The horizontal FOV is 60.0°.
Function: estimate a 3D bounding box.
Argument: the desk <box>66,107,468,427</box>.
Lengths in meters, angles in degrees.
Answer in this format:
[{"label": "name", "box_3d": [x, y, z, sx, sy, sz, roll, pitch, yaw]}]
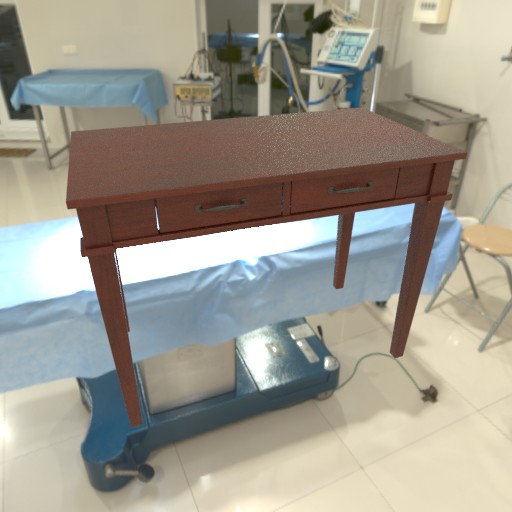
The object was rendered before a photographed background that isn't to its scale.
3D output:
[{"label": "desk", "box_3d": [0.000, 0.000, 1.456, 1.001, 0.762, 0.549, -10, 32, -16]}]
